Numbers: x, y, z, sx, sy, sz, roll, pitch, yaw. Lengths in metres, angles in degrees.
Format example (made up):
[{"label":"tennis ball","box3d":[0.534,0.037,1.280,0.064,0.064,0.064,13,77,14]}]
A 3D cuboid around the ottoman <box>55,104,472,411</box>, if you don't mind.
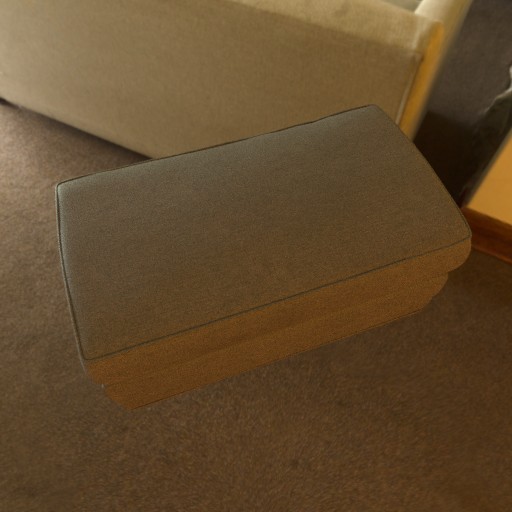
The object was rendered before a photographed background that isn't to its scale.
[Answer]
[{"label":"ottoman","box3d":[0.000,0.000,1.139,0.864,0.448,0.490,-17,60,-10]}]
